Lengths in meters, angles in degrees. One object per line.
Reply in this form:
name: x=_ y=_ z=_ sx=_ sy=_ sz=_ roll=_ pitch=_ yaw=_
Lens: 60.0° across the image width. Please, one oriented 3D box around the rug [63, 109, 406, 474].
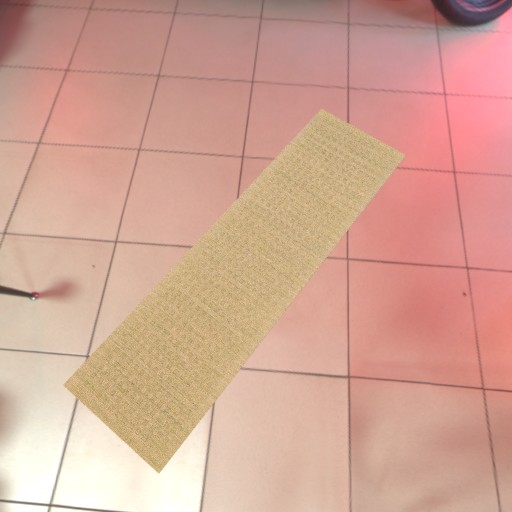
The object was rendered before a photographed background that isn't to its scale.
rug: x=0.000 y=0.000 z=2.664 sx=0.686 sy=0.006 sz=2.437 roll=35 pitch=69 yaw=16
